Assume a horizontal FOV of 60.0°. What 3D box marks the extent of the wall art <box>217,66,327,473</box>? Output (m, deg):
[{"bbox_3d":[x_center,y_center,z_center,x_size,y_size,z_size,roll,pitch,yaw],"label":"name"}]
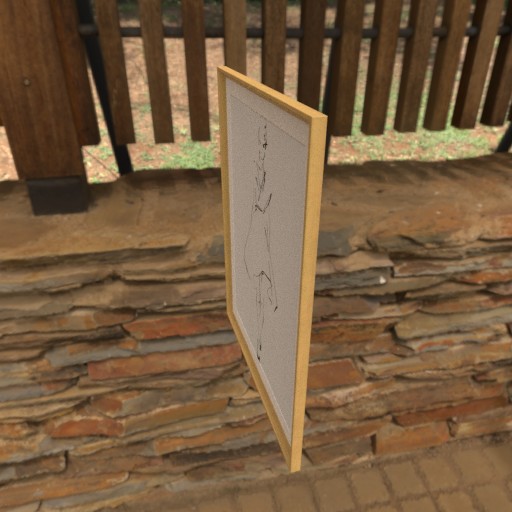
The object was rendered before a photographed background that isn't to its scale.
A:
[{"bbox_3d":[0.000,0.000,1.371,0.030,1.002,0.798,-8,30,-14],"label":"wall art"}]
